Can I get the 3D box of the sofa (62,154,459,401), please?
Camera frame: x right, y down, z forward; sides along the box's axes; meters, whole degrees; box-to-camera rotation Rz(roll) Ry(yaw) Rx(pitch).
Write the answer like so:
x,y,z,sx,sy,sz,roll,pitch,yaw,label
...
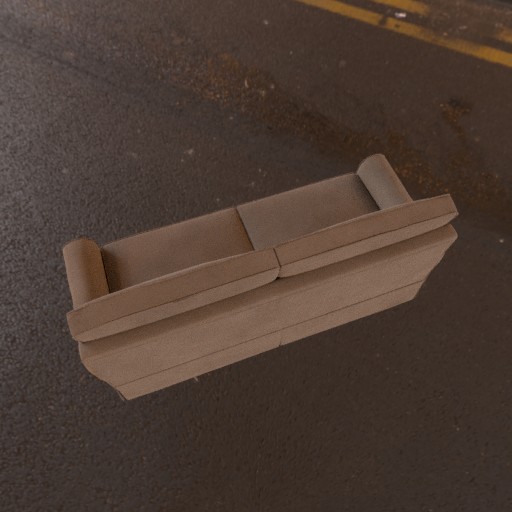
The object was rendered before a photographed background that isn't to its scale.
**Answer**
x,y,z,sx,sy,sz,roll,pitch,yaw,label
0.000,0.000,2.779,2.246,1.014,0.900,-17,60,-10,sofa
